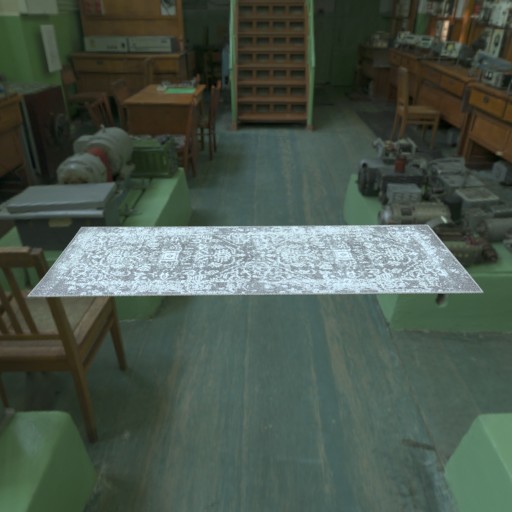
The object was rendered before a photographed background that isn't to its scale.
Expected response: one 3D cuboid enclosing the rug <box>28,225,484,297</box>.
[{"bbox_3d":[0.000,0.000,2.746,2.452,0.017,0.855,0,29,-1],"label":"rug"}]
